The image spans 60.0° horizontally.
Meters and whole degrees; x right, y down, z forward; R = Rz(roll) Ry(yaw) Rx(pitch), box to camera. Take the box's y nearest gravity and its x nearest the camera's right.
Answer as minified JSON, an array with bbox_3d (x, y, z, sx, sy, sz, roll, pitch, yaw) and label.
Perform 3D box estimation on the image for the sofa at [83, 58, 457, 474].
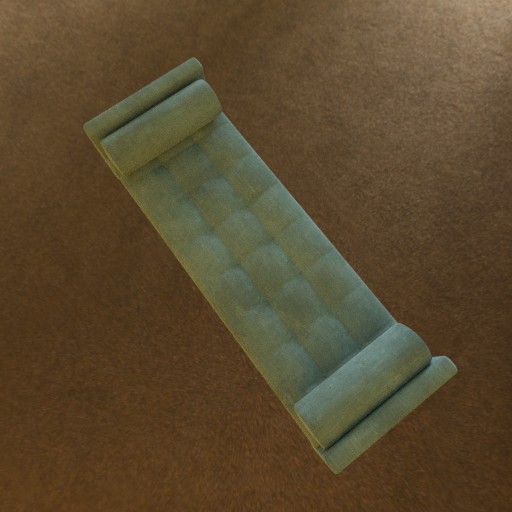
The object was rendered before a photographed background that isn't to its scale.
[{"bbox_3d":[0.000,0.000,2.323,0.686,0.635,1.981,-36,78,-9],"label":"sofa"}]
